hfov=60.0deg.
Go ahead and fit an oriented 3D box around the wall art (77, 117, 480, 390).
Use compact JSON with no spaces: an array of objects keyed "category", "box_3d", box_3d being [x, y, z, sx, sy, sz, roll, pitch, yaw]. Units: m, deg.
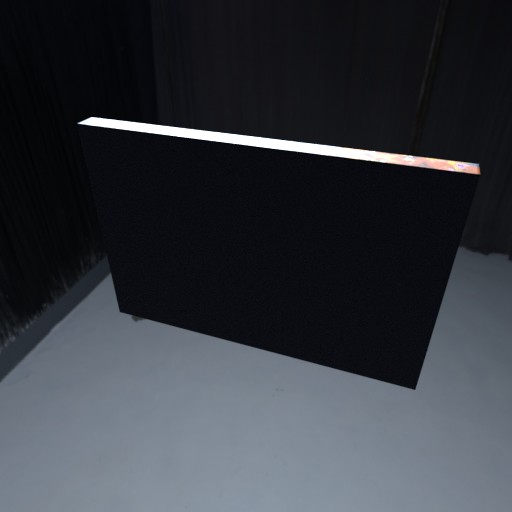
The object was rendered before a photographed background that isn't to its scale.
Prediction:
[{"category":"wall art","box_3d":[0.000,0.000,0.768,0.610,0.406,0.037,11,35,16]}]
